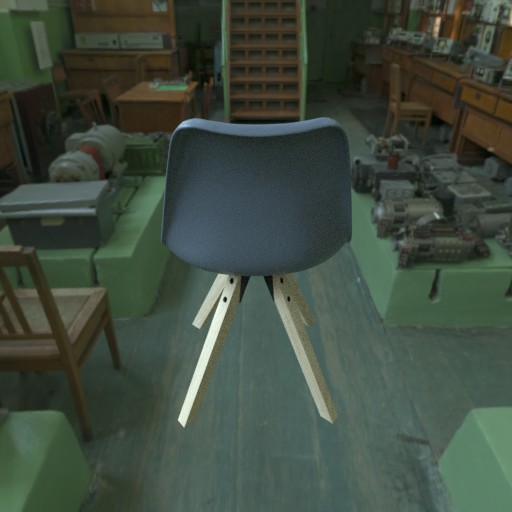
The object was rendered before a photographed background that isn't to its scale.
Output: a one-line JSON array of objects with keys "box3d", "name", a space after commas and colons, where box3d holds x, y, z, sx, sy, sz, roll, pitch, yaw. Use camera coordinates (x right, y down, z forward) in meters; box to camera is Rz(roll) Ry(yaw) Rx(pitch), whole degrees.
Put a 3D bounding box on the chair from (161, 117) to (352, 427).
[{"box3d": [0.000, 0.000, 1.217, 0.485, 0.850, 0.550, -1, 30, -2], "name": "chair"}]
